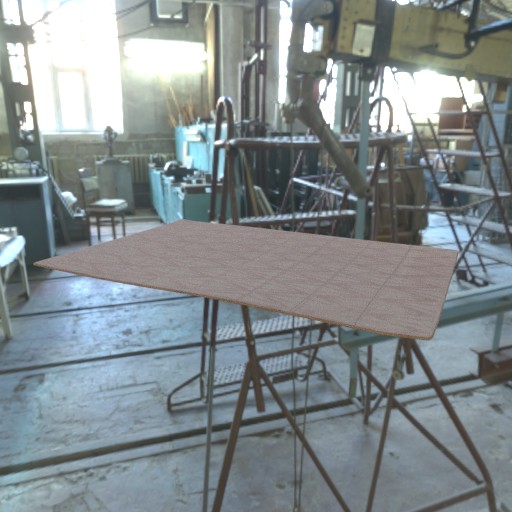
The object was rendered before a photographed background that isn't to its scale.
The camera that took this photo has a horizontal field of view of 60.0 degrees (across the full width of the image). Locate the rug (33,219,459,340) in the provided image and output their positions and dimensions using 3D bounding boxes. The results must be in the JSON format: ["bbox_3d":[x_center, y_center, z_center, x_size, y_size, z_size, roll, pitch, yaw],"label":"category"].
[{"bbox_3d":[0.000,0.000,2.273,1.837,0.025,1.230,8,18,26],"label":"rug"}]
